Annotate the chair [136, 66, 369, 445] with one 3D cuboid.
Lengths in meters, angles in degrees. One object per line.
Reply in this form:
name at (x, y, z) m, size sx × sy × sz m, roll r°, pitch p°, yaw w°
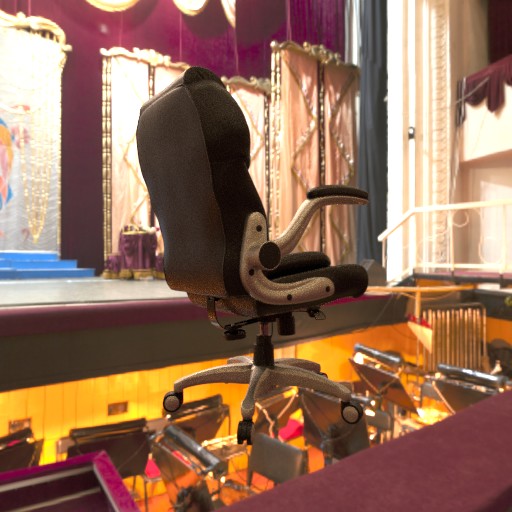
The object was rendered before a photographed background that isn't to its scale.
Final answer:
chair at (0.000, 0.000, 1.678) m, size 0.801 × 1.141 × 0.724 m, roll 0°, pitch 0°, yaw -35°
